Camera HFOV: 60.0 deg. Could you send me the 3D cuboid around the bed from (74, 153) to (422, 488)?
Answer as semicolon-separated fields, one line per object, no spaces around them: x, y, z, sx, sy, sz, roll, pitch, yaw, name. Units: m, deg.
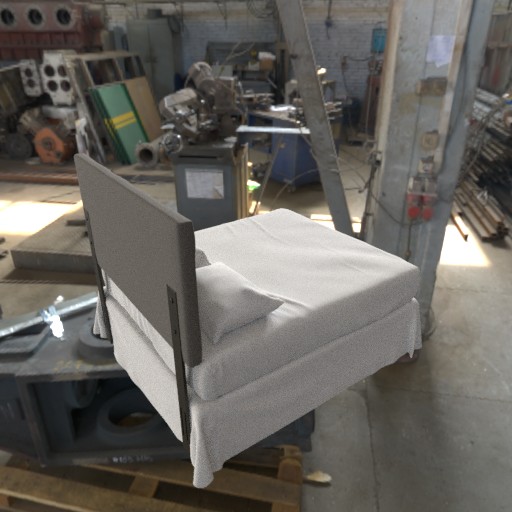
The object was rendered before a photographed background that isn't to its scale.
0.000;0.000;3.452;2.222;1.577;1.936;-18;32;-32;bed
